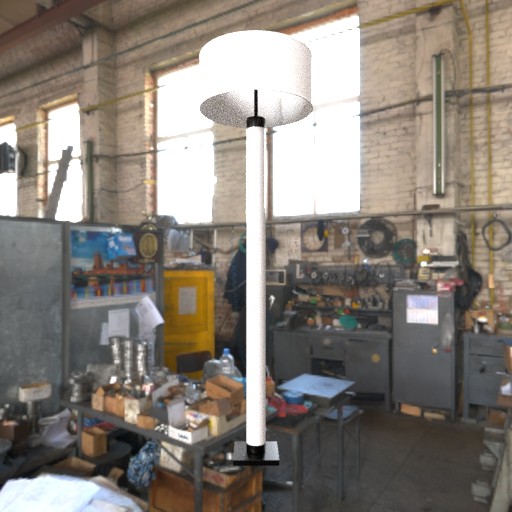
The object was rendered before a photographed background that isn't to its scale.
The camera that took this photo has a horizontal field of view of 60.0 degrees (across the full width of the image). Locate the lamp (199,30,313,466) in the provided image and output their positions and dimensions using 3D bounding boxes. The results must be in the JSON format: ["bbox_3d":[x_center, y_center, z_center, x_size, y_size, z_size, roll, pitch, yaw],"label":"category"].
[{"bbox_3d":[0.000,0.000,1.637,0.420,1.475,0.420,0,-1,0],"label":"lamp"}]
